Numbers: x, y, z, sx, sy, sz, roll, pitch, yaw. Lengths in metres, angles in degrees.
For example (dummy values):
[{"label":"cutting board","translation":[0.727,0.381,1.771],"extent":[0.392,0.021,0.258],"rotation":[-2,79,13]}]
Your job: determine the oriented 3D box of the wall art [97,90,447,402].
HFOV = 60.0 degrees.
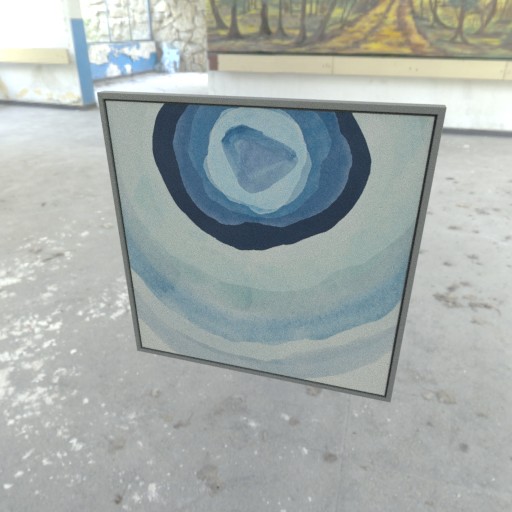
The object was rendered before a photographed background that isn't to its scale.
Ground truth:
[{"label":"wall art","translation":[0.000,0.000,1.192],"extent":[0.809,0.807,0.038],"rotation":[8,28,14]}]
